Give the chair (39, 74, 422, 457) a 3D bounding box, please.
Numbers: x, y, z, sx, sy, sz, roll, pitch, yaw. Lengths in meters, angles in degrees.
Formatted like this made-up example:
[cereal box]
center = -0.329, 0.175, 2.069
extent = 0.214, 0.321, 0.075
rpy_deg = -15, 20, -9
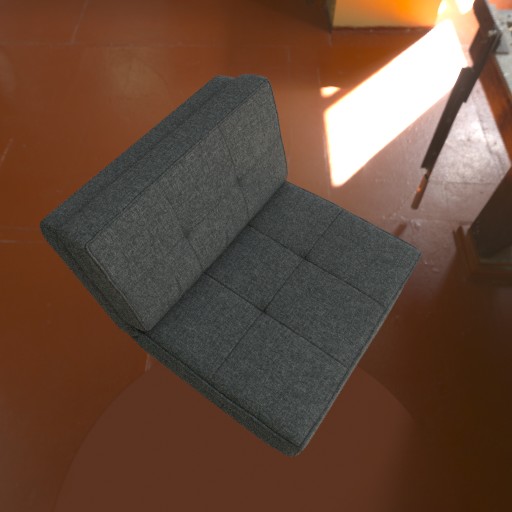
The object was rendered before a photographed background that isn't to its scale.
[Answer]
[chair]
center = 0.000, 0.000, 1.297
extent = 0.800, 0.615, 0.740
rpy_deg = 32, 63, 18
